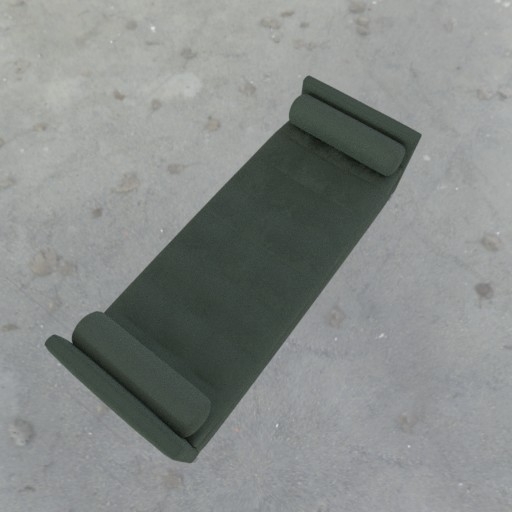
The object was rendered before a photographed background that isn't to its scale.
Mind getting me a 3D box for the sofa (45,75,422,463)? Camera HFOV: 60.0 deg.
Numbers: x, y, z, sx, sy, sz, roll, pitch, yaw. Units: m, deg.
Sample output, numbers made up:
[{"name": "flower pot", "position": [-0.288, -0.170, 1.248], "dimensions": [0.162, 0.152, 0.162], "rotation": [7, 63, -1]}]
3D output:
[{"name": "sofa", "position": [0.000, 0.000, 2.488], "dimensions": [0.797, 0.657, 2.102], "rotation": [34, 68, 16]}]
